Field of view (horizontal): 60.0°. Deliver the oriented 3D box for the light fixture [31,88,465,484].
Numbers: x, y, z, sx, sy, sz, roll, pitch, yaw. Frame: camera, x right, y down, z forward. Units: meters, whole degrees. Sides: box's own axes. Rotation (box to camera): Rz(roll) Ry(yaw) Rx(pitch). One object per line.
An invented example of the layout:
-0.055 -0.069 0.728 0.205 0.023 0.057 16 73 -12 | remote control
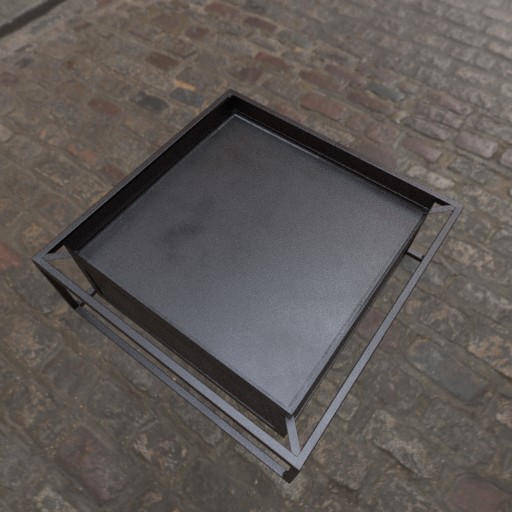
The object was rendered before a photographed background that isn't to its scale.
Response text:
0.000 0.000 0.686 0.441 0.191 0.441 32 64 18 | light fixture
